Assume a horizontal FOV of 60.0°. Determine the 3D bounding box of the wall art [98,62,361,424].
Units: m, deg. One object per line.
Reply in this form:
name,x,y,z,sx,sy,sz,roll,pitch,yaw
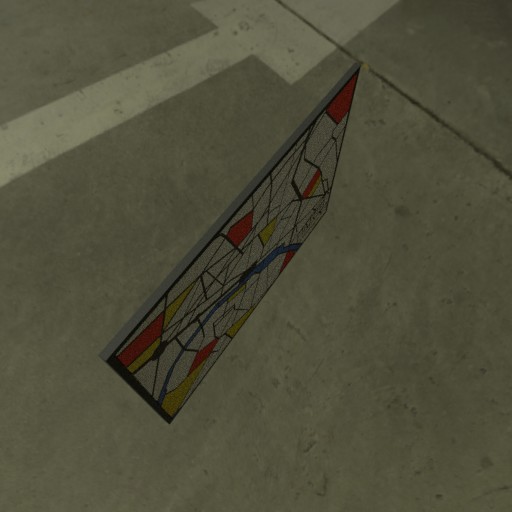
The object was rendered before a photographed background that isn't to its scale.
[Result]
wall art,0.000,0.000,0.873,0.013,0.458,0.664,31,65,16
